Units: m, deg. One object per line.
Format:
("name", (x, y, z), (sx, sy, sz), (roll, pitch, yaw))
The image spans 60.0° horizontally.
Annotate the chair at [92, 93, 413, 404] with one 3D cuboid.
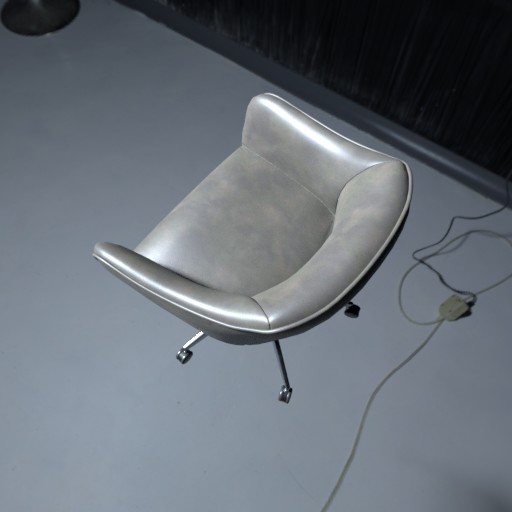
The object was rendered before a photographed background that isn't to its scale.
("chair", (0.000, 0.000, 1.353), (0.689, 0.827, 0.713), (36, 69, 16))
